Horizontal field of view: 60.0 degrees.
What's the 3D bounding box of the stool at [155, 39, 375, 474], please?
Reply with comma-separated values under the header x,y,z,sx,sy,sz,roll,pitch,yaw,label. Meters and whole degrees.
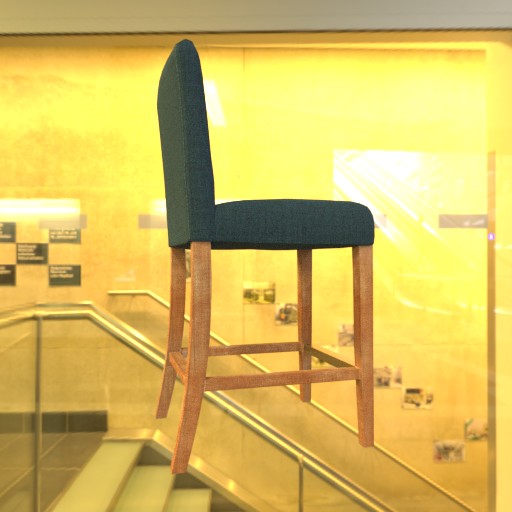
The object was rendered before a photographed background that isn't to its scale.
x,y,z,sx,sy,sz,roll,pitch,yaw,label
0.000,0.000,1.331,0.567,1.039,0.454,0,0,-18,stool
